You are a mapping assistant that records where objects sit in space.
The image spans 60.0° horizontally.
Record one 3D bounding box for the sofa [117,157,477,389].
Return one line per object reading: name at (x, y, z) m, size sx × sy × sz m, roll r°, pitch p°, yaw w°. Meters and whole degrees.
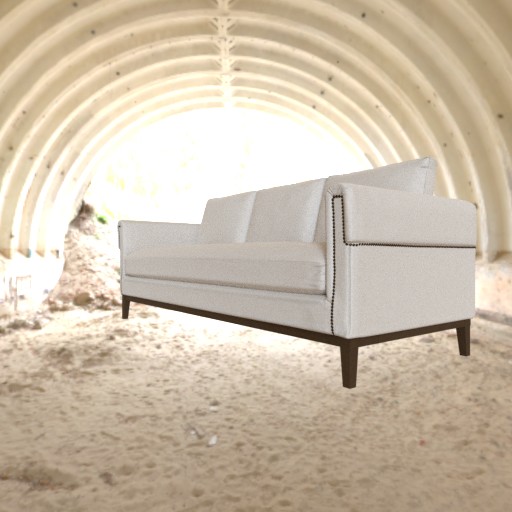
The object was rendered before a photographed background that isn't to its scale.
sofa at (0.000, 0.000, 2.618) m, size 0.902 × 0.911 × 2.198 m, roll 0°, pitch 0°, yaw -38°
